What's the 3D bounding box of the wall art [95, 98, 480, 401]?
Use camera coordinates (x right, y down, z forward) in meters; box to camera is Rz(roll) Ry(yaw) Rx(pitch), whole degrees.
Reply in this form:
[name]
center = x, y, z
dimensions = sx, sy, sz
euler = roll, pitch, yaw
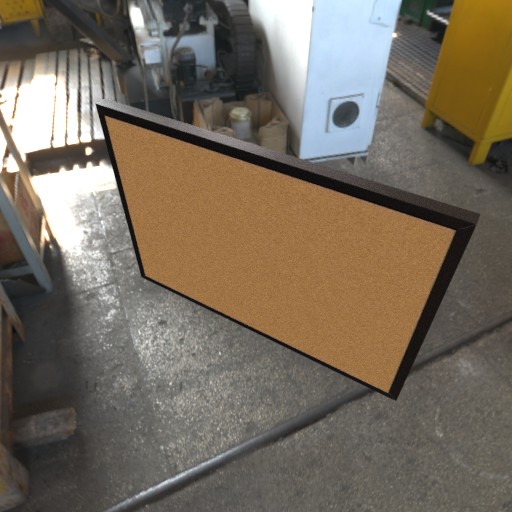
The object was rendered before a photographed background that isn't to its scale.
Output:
[wall art]
center = 0.000, 0.000, 0.843
dimensions = 0.657, 0.458, 0.027
euler = 22, 49, 21
